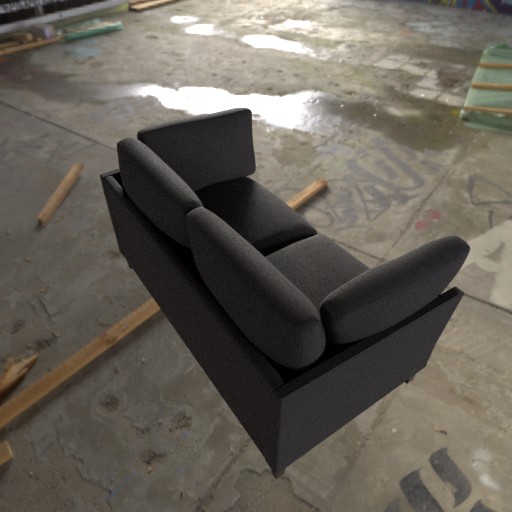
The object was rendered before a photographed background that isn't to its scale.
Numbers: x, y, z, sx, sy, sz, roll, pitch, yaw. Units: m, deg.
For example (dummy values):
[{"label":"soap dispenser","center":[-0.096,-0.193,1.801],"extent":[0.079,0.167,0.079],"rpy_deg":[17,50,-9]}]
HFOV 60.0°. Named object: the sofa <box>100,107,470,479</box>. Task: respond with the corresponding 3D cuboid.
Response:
[{"label":"sofa","center":[0.000,0.000,2.311],"extent":[0.969,0.920,1.751],"rpy_deg":[-24,47,-25]}]
